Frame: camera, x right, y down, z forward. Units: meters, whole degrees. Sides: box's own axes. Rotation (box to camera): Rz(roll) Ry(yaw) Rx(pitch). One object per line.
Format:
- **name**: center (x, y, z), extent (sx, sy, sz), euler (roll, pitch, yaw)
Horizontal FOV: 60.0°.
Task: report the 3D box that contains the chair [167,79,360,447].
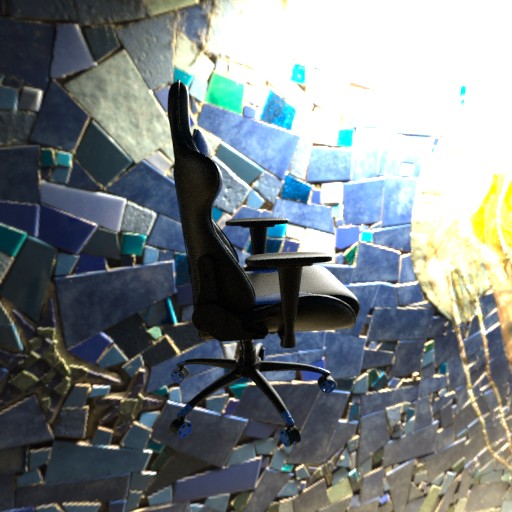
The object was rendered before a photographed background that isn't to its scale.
- **chair**: center (0.000, 0.000, 1.746), extent (0.730, 1.282, 0.695), euler (-3, 17, -9)
